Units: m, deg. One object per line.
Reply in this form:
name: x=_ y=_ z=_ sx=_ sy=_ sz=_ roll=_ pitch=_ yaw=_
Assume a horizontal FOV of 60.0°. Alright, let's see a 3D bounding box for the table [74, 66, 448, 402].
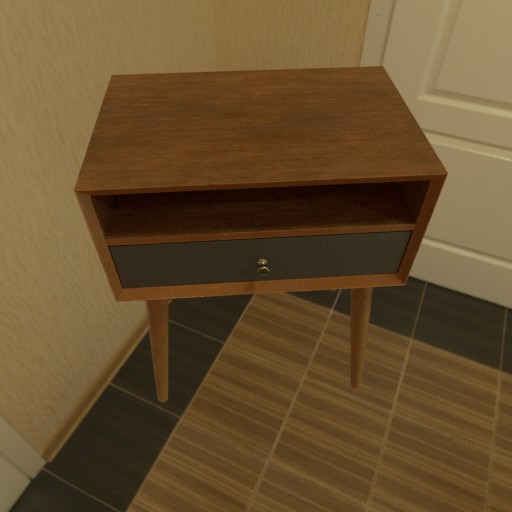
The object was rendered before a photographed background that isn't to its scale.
table: x=0.000 y=0.000 z=0.847 sx=0.454 sy=0.580 sz=0.307 roll=-3 pitch=47 yaw=-3
